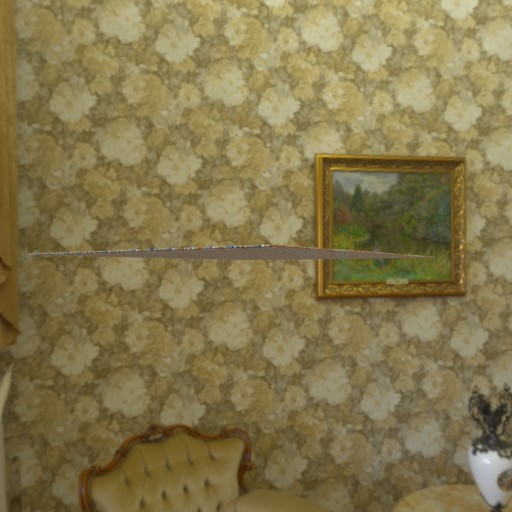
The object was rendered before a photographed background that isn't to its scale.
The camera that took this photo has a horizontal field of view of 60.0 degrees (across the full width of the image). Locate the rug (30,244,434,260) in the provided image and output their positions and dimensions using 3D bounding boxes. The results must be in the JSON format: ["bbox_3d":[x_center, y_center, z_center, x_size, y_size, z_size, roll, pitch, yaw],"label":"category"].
[{"bbox_3d":[0.000,0.000,4.175,2.439,0.010,3.048,-1,-2,36],"label":"rug"}]
